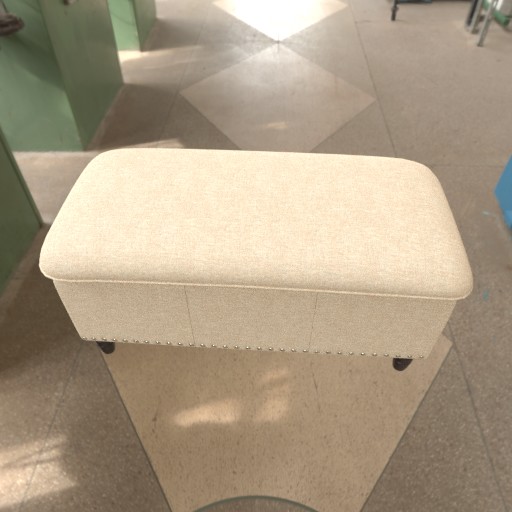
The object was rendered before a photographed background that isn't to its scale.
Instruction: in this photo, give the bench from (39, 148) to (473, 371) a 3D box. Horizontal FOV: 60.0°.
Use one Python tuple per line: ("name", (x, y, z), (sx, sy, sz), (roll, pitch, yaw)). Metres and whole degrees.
("bench", (0.000, 0.000, 1.234), (0.991, 0.483, 0.483), (3, 46, 3))
